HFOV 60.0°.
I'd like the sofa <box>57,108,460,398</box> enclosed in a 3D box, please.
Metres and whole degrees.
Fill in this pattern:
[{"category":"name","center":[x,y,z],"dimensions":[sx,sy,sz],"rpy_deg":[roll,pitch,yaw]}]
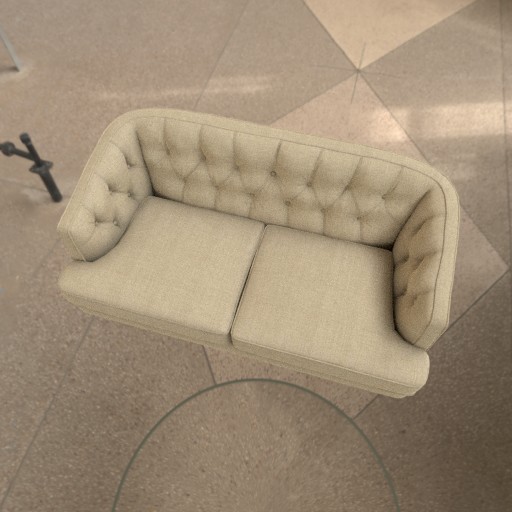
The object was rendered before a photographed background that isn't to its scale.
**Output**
[{"category":"sofa","center":[0.000,0.000,2.206],"dimensions":[1.733,0.855,0.941],"rpy_deg":[14,60,8]}]
